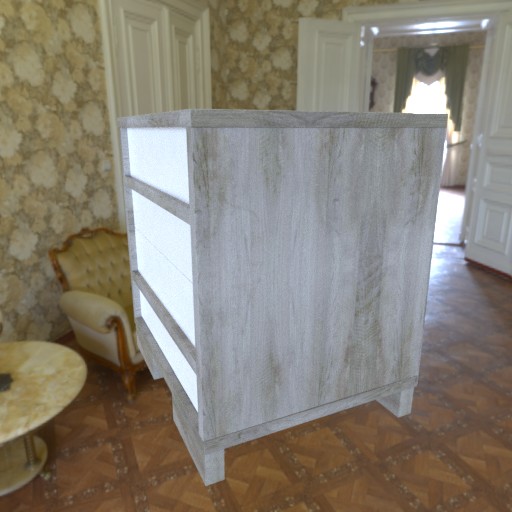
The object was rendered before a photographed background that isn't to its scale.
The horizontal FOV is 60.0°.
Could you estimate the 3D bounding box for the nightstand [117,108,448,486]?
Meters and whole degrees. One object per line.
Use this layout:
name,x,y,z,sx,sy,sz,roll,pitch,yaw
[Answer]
nightstand,0.000,0.000,0.743,0.347,0.448,0.427,-8,18,-25
